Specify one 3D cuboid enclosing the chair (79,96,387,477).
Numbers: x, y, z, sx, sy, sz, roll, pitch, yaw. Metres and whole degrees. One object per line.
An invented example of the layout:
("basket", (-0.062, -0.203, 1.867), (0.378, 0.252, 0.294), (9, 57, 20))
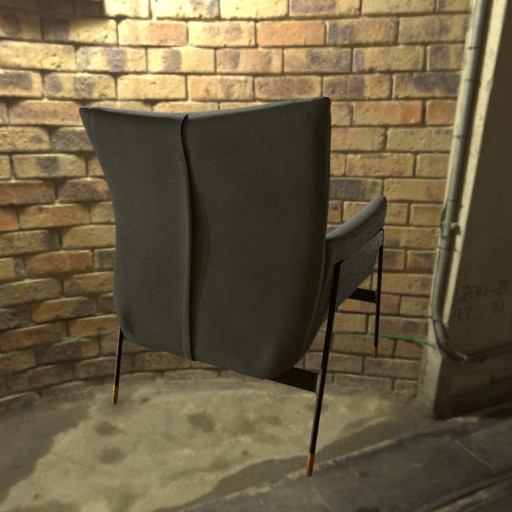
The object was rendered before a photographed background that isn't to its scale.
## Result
("chair", (0.000, 0.000, 1.367), (0.678, 0.858, 0.709), (8, 17, 27))
